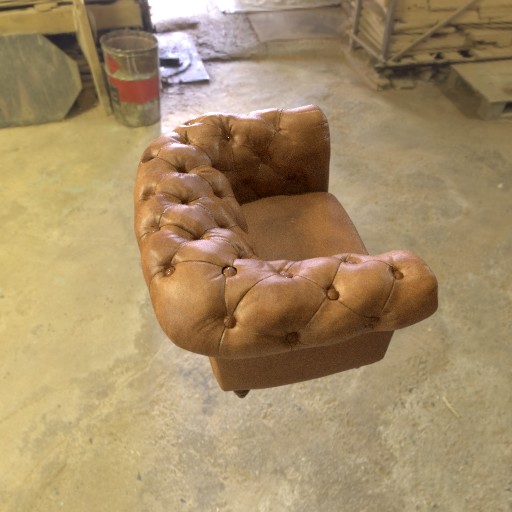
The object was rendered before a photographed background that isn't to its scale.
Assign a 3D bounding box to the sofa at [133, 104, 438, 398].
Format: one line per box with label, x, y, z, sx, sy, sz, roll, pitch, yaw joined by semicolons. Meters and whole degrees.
sofa;0.000;0.000;2.118;1.033;0.878;1.405;-9;47;-9
